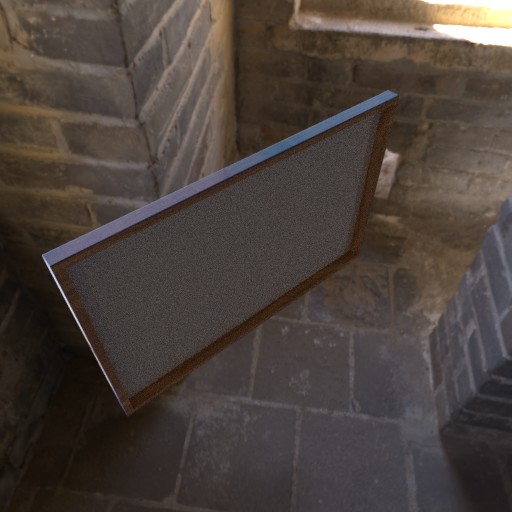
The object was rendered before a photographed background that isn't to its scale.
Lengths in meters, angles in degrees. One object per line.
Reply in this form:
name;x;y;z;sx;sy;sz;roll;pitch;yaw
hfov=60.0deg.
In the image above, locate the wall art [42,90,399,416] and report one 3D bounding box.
wall art;0.000;0.000;1.161;0.911;0.605;0.037;-31;55;-25
